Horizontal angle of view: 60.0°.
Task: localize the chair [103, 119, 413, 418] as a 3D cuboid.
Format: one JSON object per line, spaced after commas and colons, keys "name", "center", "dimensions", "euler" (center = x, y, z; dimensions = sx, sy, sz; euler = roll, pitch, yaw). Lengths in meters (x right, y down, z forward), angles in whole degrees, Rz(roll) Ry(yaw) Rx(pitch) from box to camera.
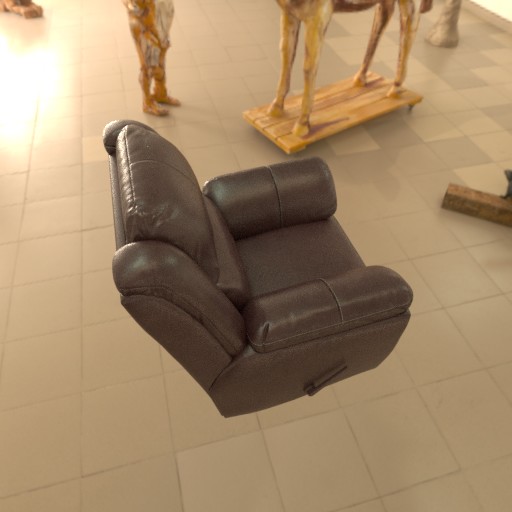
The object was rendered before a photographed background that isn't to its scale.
{"name": "chair", "center": [0.000, 0.000, 1.902], "dimensions": [1.041, 1.093, 0.990], "euler": [-11, 47, -11]}
